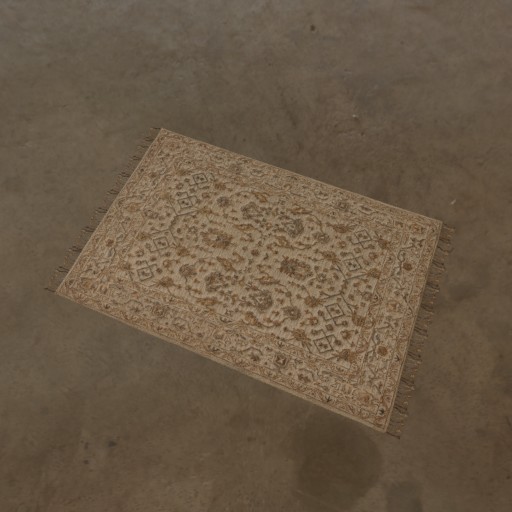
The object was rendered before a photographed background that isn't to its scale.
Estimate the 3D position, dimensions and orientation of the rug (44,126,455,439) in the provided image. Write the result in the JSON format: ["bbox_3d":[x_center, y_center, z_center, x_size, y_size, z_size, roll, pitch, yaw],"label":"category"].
[{"bbox_3d":[0.000,0.000,3.036,2.434,0.027,1.529,20,66,10],"label":"rug"}]
